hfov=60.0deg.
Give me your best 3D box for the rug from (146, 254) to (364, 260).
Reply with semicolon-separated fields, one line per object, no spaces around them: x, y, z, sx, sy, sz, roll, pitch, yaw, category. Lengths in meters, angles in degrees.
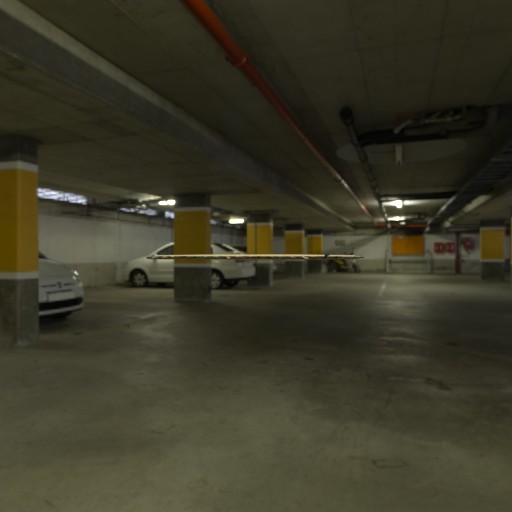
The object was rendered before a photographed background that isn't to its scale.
0.000;0.000;2.684;0.729;0.021;2.438;0;0;0;rug
